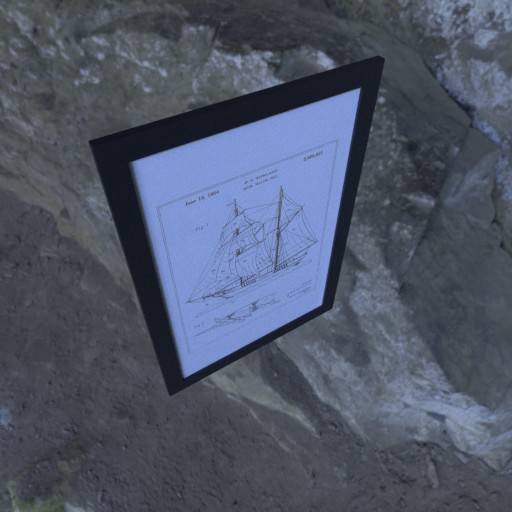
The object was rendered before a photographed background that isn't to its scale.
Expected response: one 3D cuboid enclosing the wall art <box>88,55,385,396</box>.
[{"bbox_3d":[0.000,0.000,0.695,0.381,0.534,0.013,-24,51,-21],"label":"wall art"}]
